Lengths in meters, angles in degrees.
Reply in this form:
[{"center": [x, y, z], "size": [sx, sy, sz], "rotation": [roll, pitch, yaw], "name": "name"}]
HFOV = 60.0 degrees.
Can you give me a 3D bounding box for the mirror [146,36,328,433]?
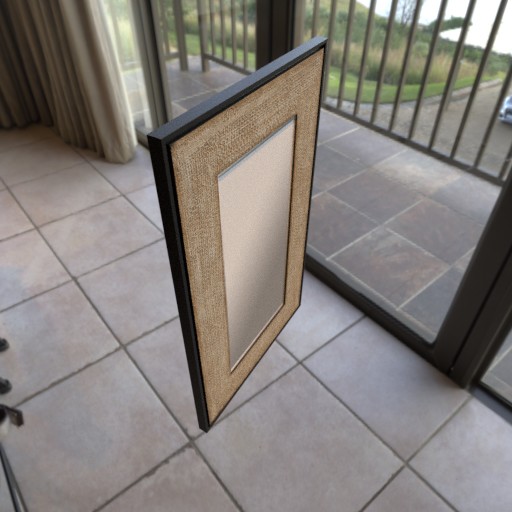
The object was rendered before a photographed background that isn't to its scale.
[{"center": [0.000, 0.000, 1.524], "size": [0.038, 1.219, 0.762], "rotation": [23, 47, 23], "name": "mirror"}]
